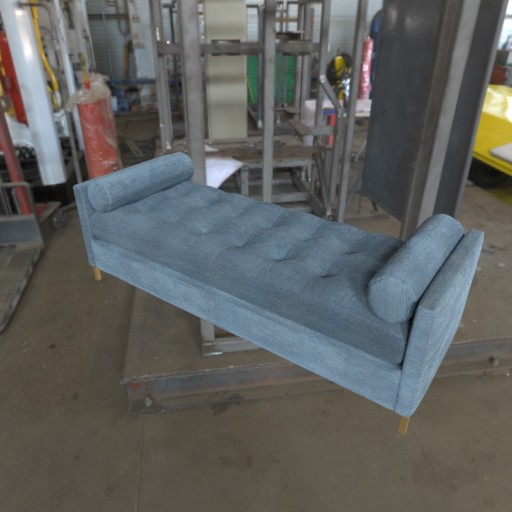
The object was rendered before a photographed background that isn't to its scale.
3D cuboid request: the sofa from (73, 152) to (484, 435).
[{"bbox_3d":[0.000,0.000,2.458,2.102,0.705,0.796,20,35,31],"label":"sofa"}]
